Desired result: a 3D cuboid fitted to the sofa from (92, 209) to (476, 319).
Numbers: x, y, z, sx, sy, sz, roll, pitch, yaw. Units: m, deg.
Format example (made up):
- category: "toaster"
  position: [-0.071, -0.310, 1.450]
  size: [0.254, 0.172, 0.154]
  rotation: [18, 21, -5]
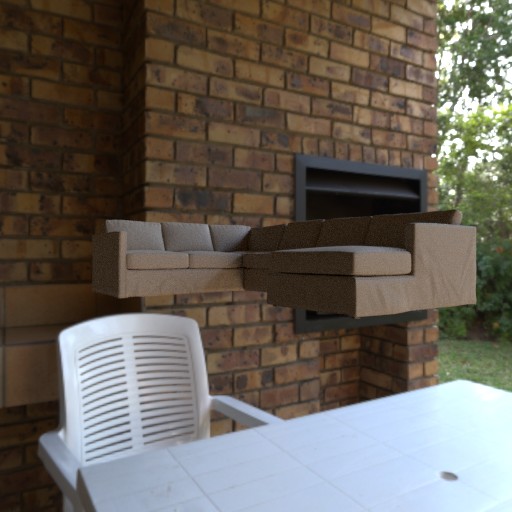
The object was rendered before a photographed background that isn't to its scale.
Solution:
- category: "sofa"
  position: [0.000, 0.000, 4.635]
  size: [2.427, 0.882, 3.460]
  rotation: [0, 0, -35]
